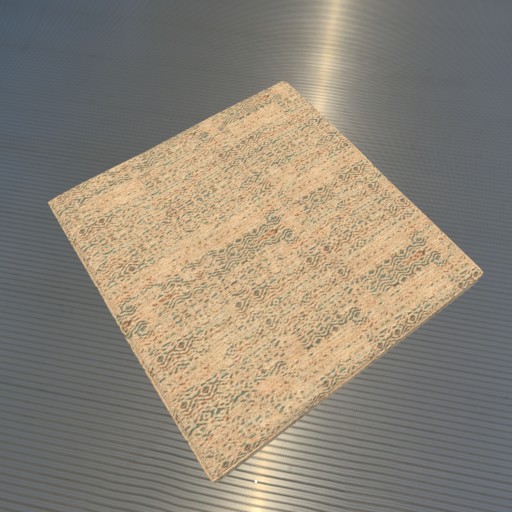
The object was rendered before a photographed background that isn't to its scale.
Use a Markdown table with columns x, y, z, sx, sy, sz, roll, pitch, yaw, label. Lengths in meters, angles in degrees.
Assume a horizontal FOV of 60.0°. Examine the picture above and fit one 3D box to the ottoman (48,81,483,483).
| x | y | z | sx | sy | sz | roll | pitch | yaw | label |
| --- | --- | --- | --- | --- | --- | --- | --- | --- | --- |
| 0.000 | 0.000 | 1.495 | 0.968 | 0.356 | 1.004 | -32 | 67 | -15 | ottoman |
